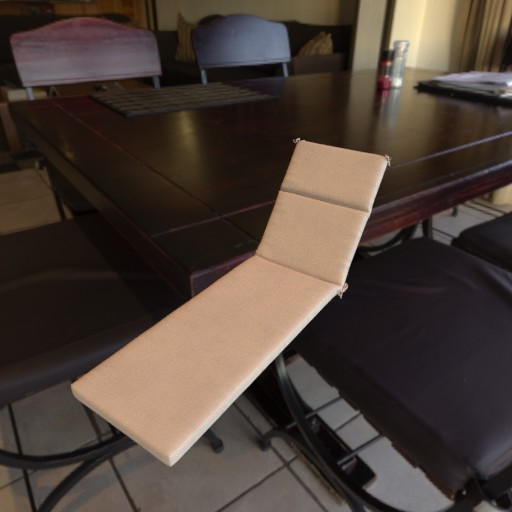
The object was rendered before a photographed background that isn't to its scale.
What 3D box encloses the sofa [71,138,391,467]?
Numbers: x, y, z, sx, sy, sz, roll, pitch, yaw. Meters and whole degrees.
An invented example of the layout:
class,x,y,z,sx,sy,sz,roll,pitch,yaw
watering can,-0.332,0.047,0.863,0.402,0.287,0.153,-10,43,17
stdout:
class,x,y,z,sx,sy,sz,roll,pitch,yaw
sofa,0.000,0.000,1.962,0.582,0.622,1.663,20,36,30
